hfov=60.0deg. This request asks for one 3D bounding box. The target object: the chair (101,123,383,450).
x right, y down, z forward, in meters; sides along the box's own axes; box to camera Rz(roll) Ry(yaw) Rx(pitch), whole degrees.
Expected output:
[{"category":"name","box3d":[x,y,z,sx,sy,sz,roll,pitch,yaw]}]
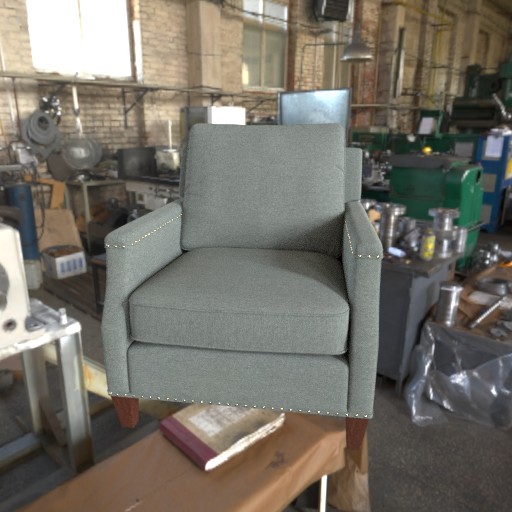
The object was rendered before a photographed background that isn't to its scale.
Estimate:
[{"category":"chair","box3d":[0.000,0.000,1.788,0.885,1.031,1.031,2,16,8]}]
